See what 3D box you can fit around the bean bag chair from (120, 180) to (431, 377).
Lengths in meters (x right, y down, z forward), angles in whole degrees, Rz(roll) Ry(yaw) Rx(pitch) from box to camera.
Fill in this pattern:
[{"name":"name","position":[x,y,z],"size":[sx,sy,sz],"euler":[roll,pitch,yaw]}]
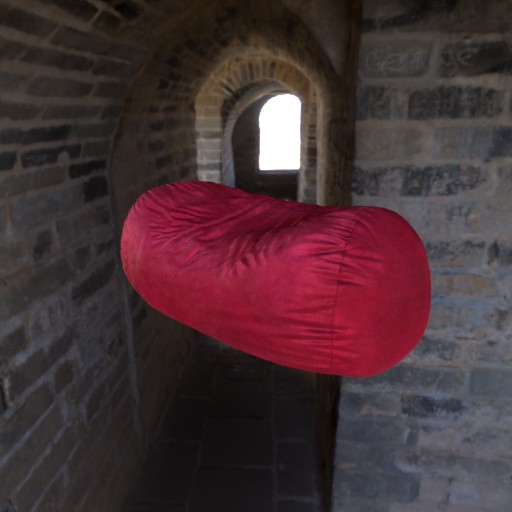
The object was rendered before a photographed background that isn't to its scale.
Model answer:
[{"name":"bean bag chair","position":[0.000,0.000,2.961],"size":[2.293,0.867,1.216],"euler":[16,23,42]}]
